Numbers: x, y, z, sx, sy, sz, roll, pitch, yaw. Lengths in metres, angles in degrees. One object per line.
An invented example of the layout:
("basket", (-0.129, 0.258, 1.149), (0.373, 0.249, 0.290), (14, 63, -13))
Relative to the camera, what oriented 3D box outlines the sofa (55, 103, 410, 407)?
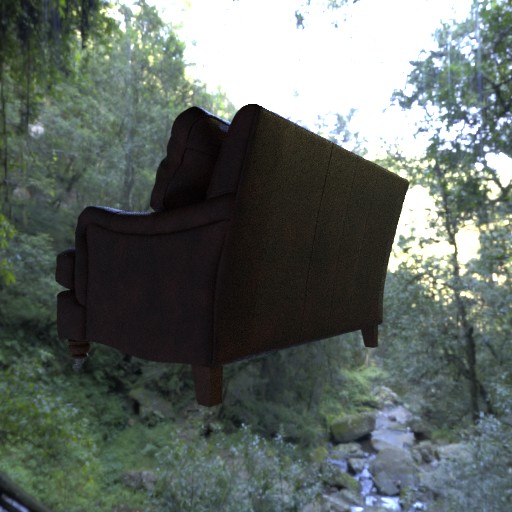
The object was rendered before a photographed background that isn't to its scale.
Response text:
("sofa", (0.000, 0.000, 2.315), (1.148, 1.070, 1.628), (-1, -2, 37))
